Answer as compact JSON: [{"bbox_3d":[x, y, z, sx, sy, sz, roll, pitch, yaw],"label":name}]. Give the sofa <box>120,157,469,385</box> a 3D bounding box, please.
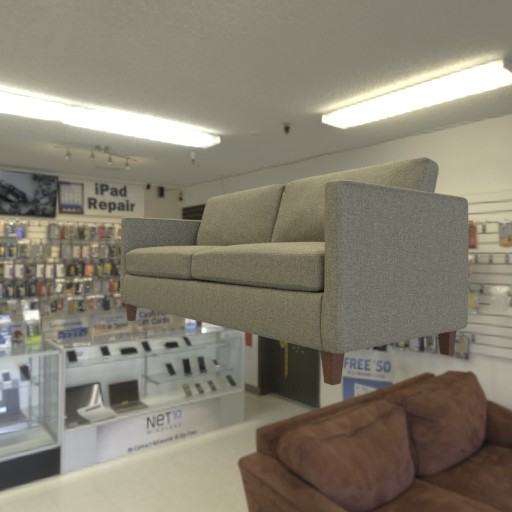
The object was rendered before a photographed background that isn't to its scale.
[{"bbox_3d":[0.000,0.000,2.729,0.956,0.960,2.208,0,0,-37],"label":"sofa"}]
